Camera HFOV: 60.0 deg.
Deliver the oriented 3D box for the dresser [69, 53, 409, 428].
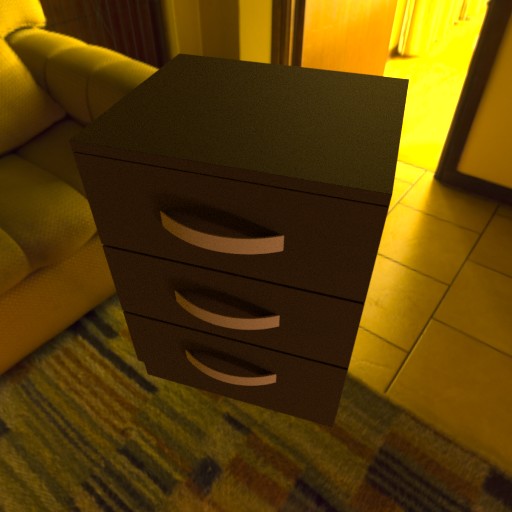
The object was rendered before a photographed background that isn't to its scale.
[{"bbox_3d":[0.000,0.000,0.814,0.400,0.560,0.360,12,44,13],"label":"dresser"}]
